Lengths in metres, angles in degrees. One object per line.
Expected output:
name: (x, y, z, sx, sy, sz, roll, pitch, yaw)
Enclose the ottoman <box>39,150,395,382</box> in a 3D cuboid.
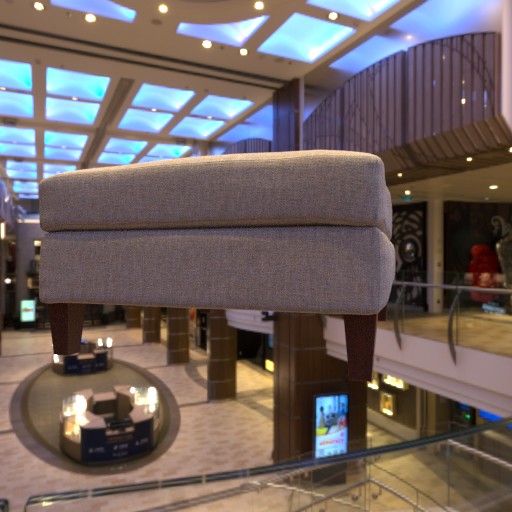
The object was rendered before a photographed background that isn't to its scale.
ottoman: (0.000, 0.000, 1.409, 0.836, 0.492, 0.976, 0, 0, 18)
